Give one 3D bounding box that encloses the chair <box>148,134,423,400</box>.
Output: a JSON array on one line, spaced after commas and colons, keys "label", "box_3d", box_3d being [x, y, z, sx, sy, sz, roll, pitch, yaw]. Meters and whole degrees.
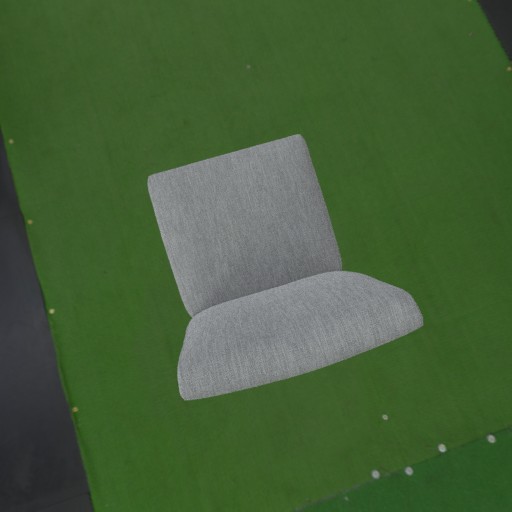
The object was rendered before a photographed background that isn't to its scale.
[{"label": "chair", "box_3d": [0.000, 0.000, 1.235, 0.487, 0.884, 0.629, -16, 78, -4]}]
